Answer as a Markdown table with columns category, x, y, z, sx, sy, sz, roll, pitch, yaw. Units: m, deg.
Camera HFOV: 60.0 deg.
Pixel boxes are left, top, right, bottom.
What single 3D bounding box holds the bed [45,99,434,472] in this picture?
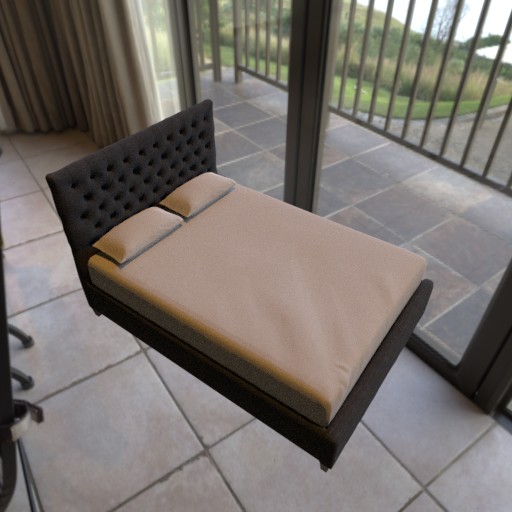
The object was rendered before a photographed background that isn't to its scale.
| category | x | y | z | sx | sy | sz | roll | pitch | yaw |
| --- | --- | --- | --- | --- | --- | --- | --- | --- | --- |
| bed | 0.000 | 0.000 | 3.440 | 2.387 | 1.427 | 1.698 | 26 | 47 | 27 |
